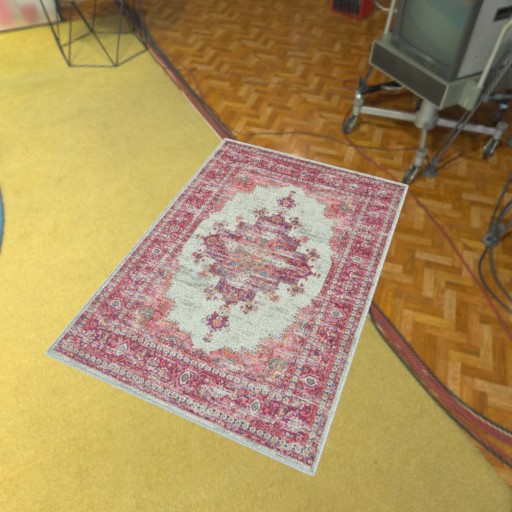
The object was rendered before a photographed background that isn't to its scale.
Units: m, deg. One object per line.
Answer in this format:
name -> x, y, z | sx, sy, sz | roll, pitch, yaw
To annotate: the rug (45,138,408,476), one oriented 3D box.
rug -> 0.000, 0.000, 2.889 | 1.555, 0.011, 2.232 | 18, 51, 15
